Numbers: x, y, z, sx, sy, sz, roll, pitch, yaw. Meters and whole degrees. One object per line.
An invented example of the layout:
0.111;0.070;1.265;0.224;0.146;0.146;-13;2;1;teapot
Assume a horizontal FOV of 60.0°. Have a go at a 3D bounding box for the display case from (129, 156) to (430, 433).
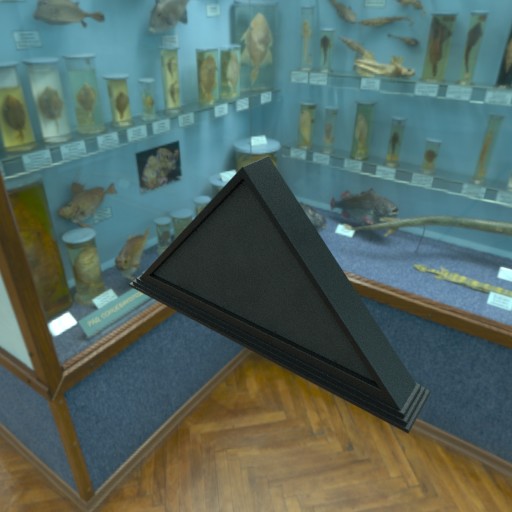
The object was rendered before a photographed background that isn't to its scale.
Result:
0.000;0.000;0.771;0.640;0.340;0.095;21;37;31;display case
